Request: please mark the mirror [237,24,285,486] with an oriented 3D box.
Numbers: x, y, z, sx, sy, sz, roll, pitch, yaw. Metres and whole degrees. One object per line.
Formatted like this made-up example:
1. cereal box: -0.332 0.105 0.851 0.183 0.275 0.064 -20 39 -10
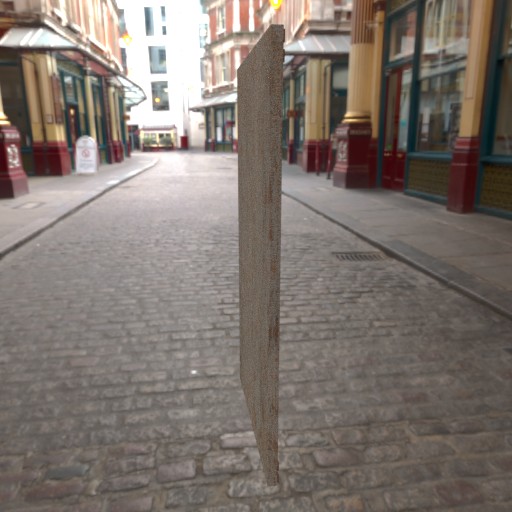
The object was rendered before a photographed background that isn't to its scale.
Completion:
1. mirror: 0.000 0.000 1.084 0.027 0.922 0.472 -2 14 -9
